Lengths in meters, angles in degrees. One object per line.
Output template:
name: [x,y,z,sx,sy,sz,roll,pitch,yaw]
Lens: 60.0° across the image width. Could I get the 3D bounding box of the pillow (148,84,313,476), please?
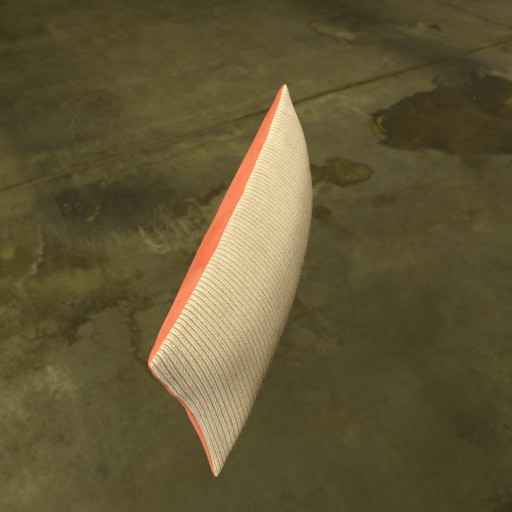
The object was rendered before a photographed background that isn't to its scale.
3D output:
pillow: [0.000,0.000,0.736,0.155,0.307,0.608,11,48,10]
